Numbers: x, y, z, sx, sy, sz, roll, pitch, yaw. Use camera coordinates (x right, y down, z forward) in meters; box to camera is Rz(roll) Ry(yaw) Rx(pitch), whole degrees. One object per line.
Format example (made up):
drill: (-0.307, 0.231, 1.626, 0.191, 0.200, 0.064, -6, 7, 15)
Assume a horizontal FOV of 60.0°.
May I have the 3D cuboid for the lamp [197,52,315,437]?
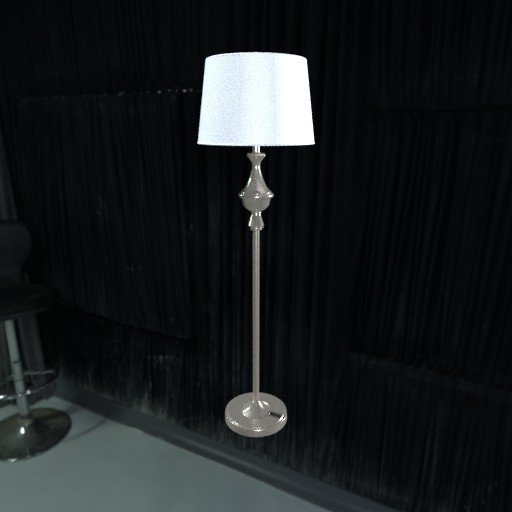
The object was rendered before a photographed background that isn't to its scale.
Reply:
lamp: (0.000, 0.000, 1.761, 0.431, 1.488, 0.431, 0, 16, 0)
